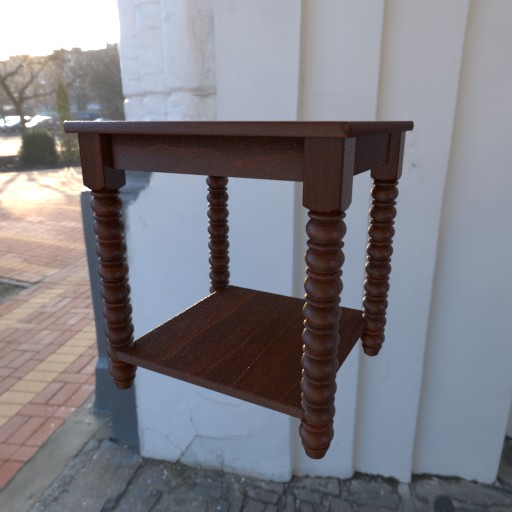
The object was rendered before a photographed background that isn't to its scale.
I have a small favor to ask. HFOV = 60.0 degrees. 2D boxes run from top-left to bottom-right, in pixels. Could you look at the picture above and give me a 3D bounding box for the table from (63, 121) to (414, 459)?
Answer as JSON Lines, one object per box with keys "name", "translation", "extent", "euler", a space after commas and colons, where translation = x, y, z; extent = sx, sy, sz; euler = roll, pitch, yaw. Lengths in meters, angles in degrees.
{"name": "table", "translation": [0.000, 0.000, 0.973], "extent": [0.533, 0.567, 0.500], "euler": [9, 19, 27]}
